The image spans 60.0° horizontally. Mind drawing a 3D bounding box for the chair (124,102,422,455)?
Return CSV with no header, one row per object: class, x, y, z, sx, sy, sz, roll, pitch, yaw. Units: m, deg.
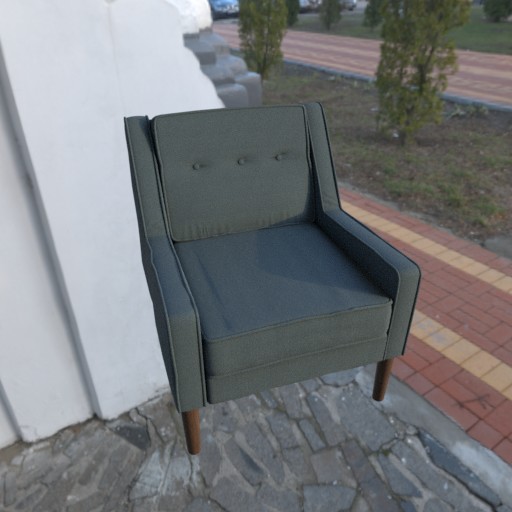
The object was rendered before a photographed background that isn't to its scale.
chair,0.000,0.000,1.357,0.663,0.780,0.733,-10,33,-16
